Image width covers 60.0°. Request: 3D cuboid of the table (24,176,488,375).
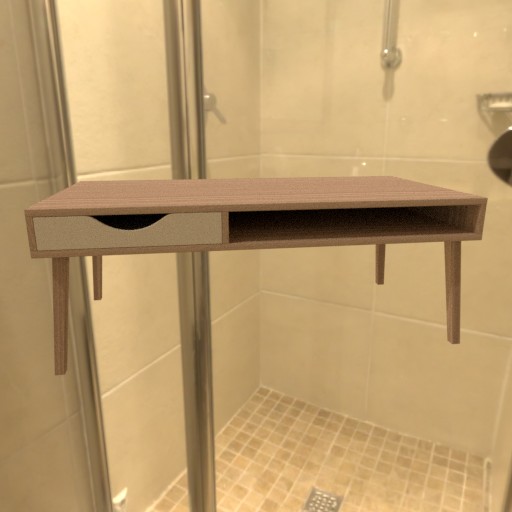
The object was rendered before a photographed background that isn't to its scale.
[{"bbox_3d":[0.000,0.000,1.477,1.200,0.450,0.600,-2,16,-9],"label":"table"}]
